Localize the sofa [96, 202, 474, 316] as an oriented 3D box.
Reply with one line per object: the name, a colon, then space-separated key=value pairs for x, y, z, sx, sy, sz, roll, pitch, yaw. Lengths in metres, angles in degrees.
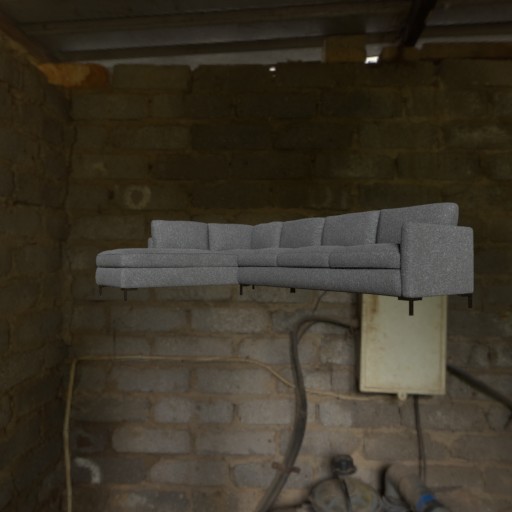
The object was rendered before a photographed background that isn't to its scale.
sofa: x=0.000 y=0.000 z=3.954 sx=2.007 sy=0.815 sz=2.949 roll=0 pitch=-1 yaw=-35
